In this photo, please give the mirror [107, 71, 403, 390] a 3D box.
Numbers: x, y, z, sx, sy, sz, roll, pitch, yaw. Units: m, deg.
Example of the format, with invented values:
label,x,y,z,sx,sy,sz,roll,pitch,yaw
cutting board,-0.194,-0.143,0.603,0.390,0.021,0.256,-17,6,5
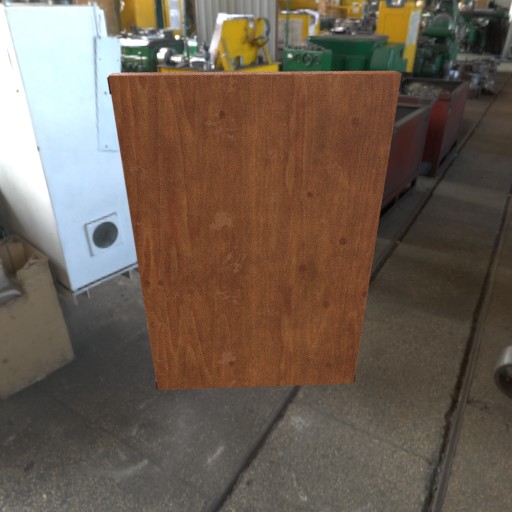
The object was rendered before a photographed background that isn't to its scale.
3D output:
label,x,y,z,sx,sy,sz,roll,pitch,yaw
mirror,0.000,0.000,0.985,0.517,0.761,0.053,-1,31,-2
